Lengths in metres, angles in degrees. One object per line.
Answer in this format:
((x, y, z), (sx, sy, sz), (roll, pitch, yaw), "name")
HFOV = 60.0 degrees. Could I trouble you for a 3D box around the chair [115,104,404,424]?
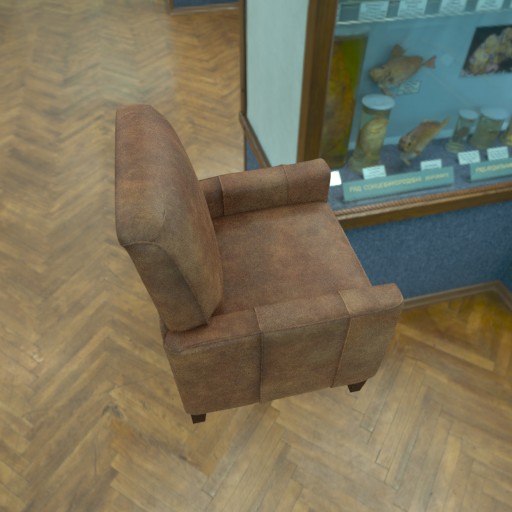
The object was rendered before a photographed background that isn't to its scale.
((0.000, 0.000, 1.693), (0.836, 1.043, 0.843), (-9, 46, -9), "chair")
